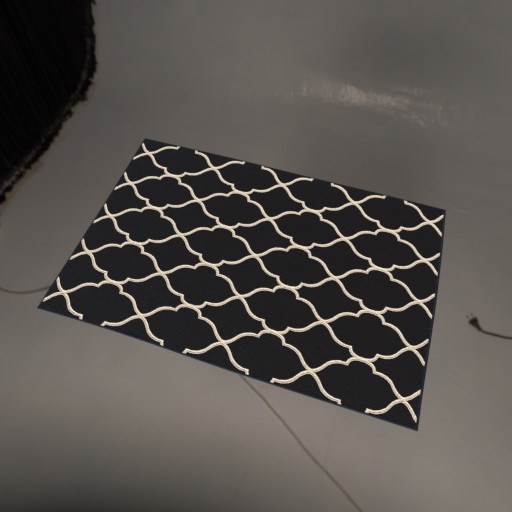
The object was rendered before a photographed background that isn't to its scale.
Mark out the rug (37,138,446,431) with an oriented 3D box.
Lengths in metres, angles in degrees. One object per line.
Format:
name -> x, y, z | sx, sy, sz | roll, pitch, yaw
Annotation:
rug -> 0.000, 0.000, 2.871 | 2.294, 0.014, 1.528 | 15, 60, 9
